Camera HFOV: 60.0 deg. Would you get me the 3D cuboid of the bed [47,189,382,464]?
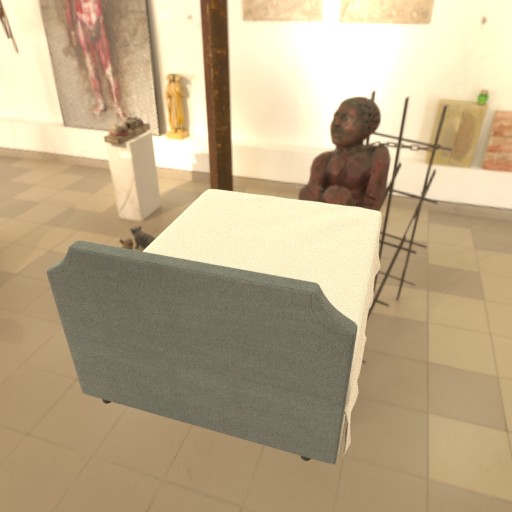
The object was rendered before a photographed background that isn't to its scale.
[{"bbox_3d":[0.000,0.000,3.605,1.977,1.306,2.464,10,33,15],"label":"bed"}]
